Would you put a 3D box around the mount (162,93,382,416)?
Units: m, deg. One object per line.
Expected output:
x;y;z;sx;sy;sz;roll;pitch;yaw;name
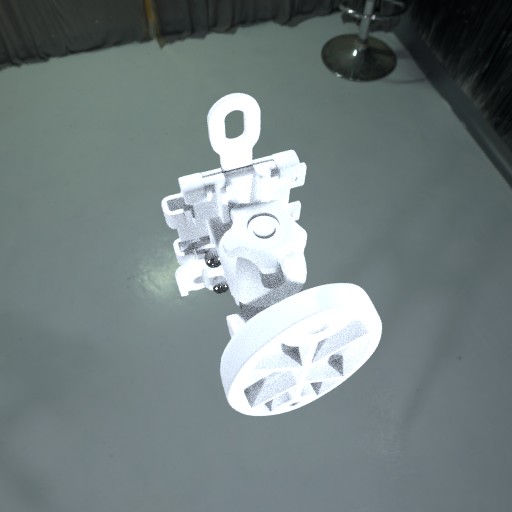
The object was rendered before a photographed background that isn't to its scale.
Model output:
0.000;0.000;0.173;0.066;0.118;0.100;-16;60;-9;mount
